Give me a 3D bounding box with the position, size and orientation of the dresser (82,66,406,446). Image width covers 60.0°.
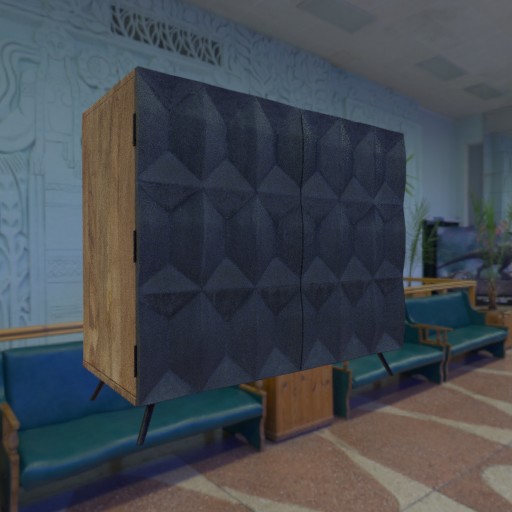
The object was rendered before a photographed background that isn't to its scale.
[{"bbox_3d":[0.000,0.000,1.428,0.967,0.847,0.446,-1,1,-36],"label":"dresser"}]
